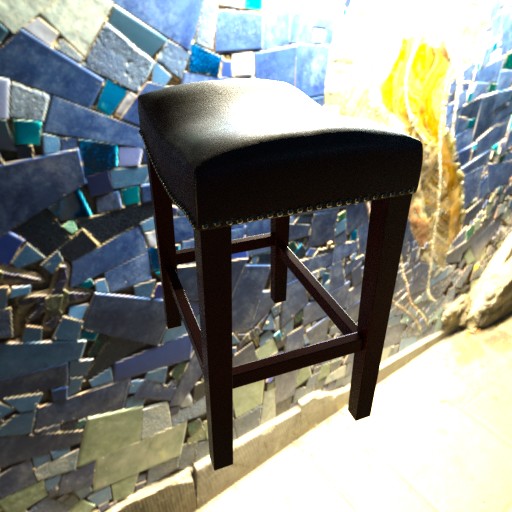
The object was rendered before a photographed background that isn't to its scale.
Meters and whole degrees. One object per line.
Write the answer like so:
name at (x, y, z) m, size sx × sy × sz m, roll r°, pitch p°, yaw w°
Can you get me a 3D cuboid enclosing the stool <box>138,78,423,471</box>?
stool at (0.000, 0.000, 0.965) m, size 0.372 × 0.657 × 0.504 m, roll -11°, pitch 33°, yaw -18°
